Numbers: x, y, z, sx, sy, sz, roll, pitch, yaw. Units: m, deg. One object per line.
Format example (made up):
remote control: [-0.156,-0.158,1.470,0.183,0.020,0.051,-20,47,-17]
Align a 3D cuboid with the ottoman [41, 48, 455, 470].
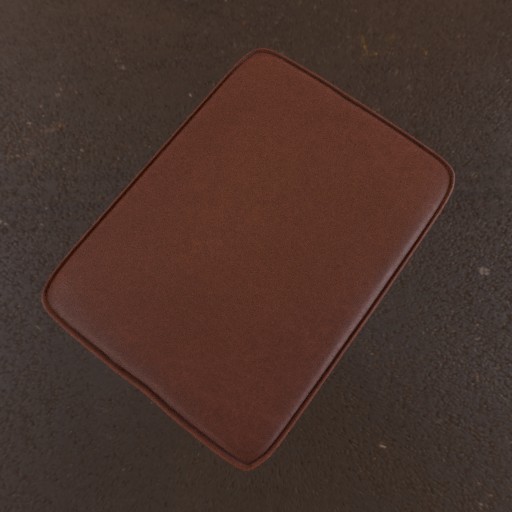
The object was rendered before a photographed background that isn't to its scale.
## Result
ottoman: [0.000,0.000,1.060,0.548,0.449,0.749,36,79,8]
